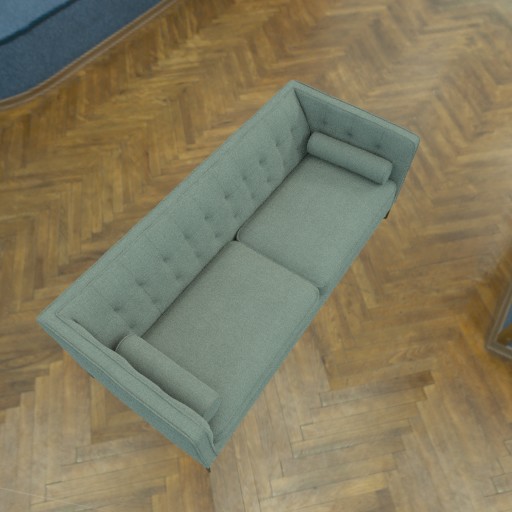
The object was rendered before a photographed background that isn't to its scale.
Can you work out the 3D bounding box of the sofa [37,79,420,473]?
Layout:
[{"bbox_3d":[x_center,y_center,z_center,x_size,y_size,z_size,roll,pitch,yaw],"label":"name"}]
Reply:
[{"bbox_3d":[0.000,0.000,2.556,0.912,0.798,2.079,31,62,18],"label":"sofa"}]
